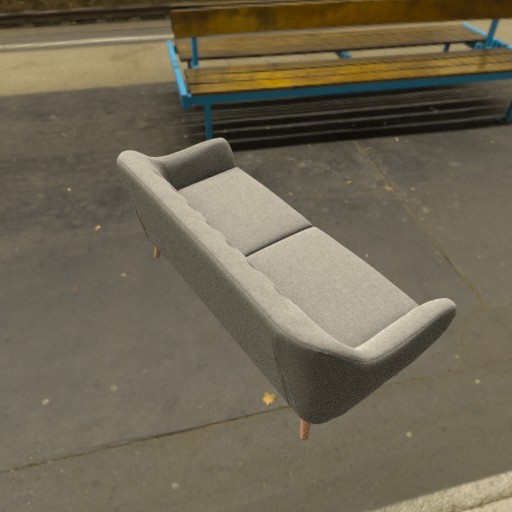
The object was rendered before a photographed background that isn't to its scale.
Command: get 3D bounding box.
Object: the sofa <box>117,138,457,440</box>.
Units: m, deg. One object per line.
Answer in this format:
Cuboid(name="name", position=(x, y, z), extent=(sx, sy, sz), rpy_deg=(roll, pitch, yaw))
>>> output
Cuboid(name="sofa", position=(0.000, 0.000, 2.305), extent=(0.820, 0.820, 1.840), rpy_deg=(-25, 48, -26))
